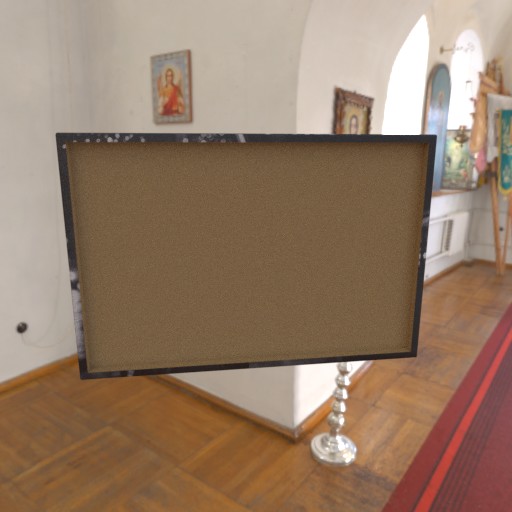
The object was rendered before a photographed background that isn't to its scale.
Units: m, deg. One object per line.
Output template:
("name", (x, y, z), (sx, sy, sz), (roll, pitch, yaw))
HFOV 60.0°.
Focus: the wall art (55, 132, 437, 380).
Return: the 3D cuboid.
("wall art", (0.000, 0.000, 0.765), (0.609, 0.406, 0.037), (-2, 14, -8))
